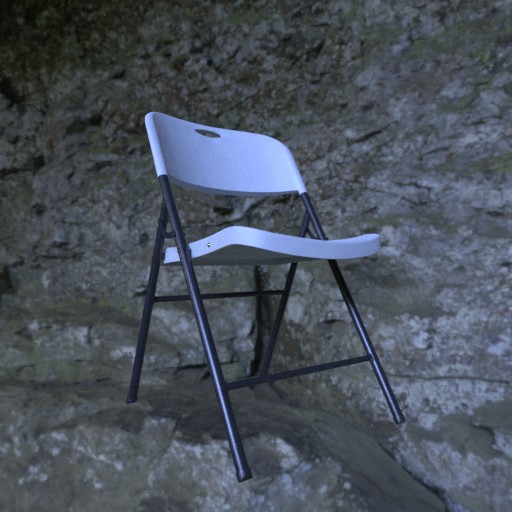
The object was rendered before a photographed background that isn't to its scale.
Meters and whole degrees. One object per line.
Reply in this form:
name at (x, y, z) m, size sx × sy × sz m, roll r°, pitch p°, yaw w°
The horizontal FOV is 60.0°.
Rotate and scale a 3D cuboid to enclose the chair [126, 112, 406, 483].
chair at (0.000, 0.000, 1.154) m, size 0.494 × 0.810 × 0.566 m, roll 0°, pitch -1°, yaw -37°
